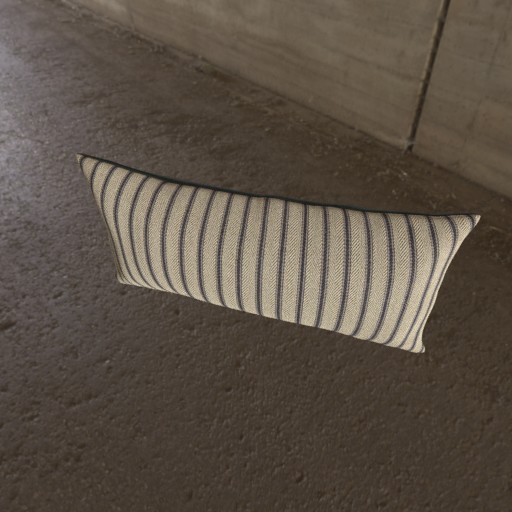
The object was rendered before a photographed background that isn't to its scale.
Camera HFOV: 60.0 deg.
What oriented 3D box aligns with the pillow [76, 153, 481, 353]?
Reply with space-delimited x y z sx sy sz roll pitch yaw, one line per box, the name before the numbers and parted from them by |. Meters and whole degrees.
pillow | 0.000 0.000 0.739 0.609 0.305 0.151 12 43 13
